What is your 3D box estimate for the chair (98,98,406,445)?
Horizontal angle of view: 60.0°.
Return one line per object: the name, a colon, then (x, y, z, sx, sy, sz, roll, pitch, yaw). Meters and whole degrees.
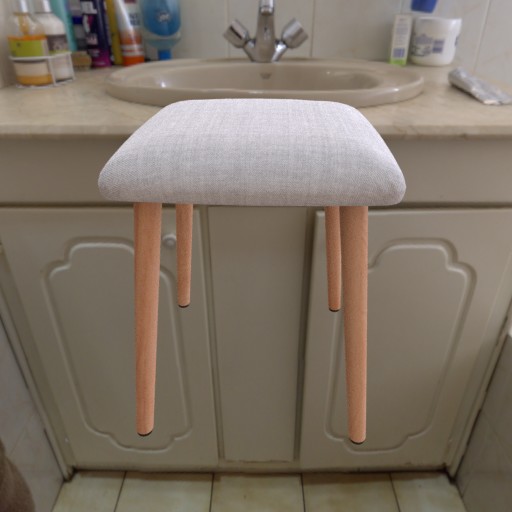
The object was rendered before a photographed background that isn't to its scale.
chair: (0.000, 0.000, 0.697, 0.350, 0.440, 0.350, 1, 30, 2)
